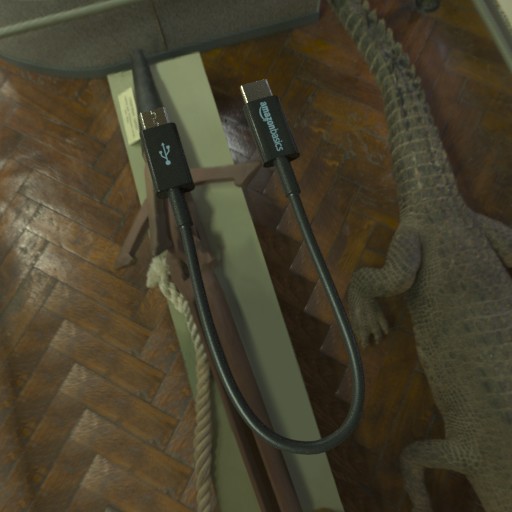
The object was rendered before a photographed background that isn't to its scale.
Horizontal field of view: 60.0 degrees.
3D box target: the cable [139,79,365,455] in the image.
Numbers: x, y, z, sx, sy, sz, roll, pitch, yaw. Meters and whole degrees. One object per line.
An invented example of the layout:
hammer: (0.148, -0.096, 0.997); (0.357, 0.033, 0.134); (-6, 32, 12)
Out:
cable: (0.000, 0.000, 0.114); (0.040, 0.006, 0.098); (-17, 75, -5)
